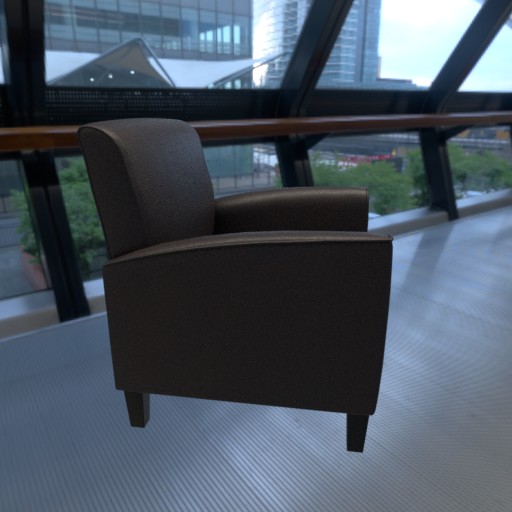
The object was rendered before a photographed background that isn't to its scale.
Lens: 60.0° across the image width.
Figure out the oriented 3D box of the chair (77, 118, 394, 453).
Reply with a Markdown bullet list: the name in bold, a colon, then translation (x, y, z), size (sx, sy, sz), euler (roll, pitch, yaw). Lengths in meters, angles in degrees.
- **chair**: translation (0.000, 0.000, 1.543), size (0.819, 0.916, 0.820), euler (3, 18, 9)
